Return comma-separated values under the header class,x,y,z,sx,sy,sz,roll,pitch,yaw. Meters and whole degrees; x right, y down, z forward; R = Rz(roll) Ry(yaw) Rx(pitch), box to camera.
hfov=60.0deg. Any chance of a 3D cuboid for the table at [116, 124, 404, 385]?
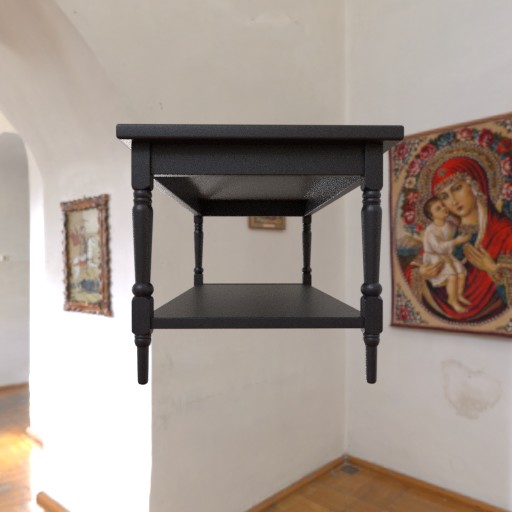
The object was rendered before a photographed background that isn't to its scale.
class,x,y,z,sx,sy,sz,roll,pitch,yaw
table,0.000,0.000,1.398,0.550,0.510,1.107,0,0,-1
